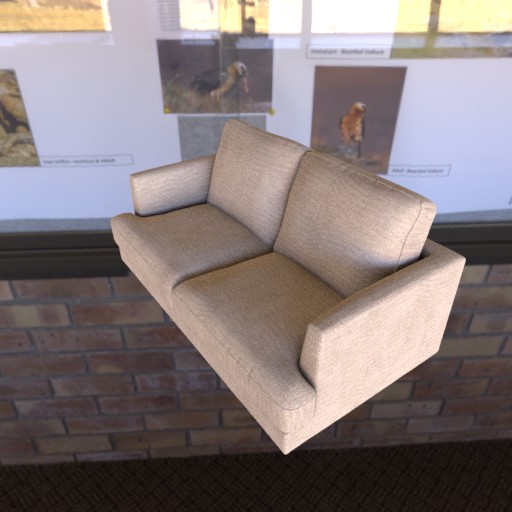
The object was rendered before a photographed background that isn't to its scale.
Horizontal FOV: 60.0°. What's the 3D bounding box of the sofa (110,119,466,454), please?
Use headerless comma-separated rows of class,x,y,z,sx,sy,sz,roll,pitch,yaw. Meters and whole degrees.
sofa,0.000,0.000,2.123,0.903,0.944,1.582,-21,38,-29
